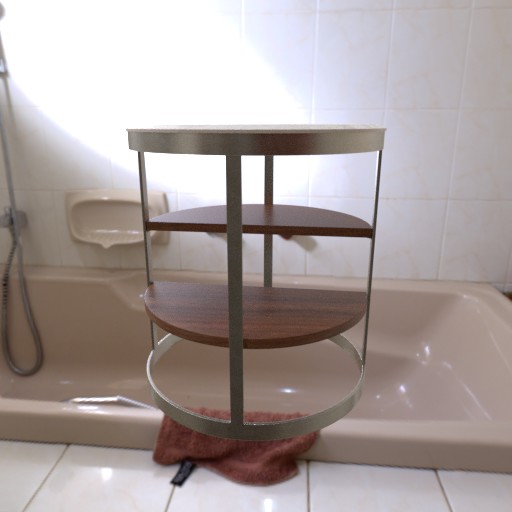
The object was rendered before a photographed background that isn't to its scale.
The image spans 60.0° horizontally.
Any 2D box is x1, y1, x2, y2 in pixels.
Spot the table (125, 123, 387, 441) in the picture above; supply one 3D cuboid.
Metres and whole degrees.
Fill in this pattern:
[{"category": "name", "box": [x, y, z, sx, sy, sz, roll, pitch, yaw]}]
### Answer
[{"category": "table", "box": [0.000, 0.000, 0.780, 0.407, 0.447, 0.407, 0, 17, 0]}]
